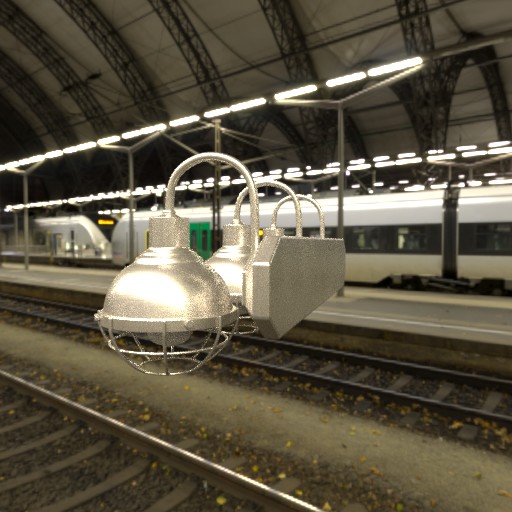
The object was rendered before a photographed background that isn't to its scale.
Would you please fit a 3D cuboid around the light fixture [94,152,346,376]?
[{"bbox_3d":[0.000,0.000,0.745,0.229,0.254,0.634,1,2,18],"label":"light fixture"}]
